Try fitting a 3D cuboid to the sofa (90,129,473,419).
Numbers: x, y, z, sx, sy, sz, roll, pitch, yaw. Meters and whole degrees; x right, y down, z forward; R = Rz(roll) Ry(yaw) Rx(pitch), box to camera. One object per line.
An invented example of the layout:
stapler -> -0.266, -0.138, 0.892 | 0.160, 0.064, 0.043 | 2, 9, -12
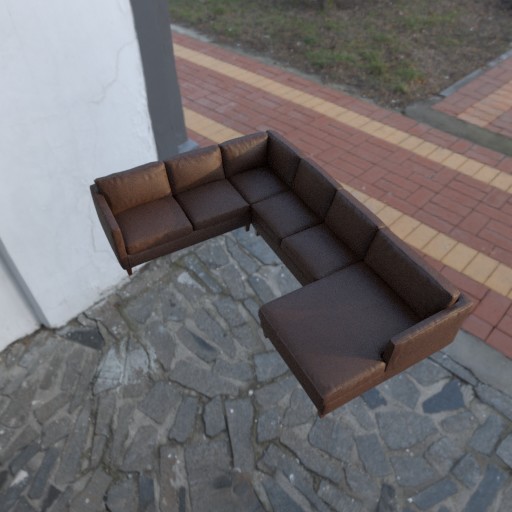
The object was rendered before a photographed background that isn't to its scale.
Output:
sofa -> 0.000, 0.000, 4.736 | 2.593, 0.923, 3.460 | -22, 49, -20
